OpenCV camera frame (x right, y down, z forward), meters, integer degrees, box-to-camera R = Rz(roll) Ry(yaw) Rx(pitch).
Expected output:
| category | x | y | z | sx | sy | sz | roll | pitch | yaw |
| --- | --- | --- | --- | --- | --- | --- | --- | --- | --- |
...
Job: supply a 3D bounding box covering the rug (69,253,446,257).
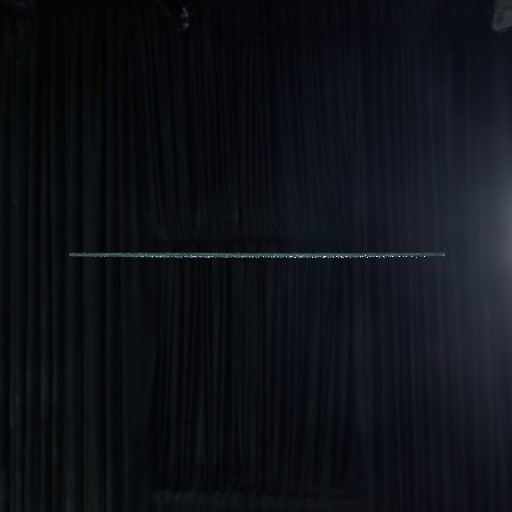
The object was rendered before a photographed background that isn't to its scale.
| category | x | y | z | sx | sy | sz | roll | pitch | yaw |
| --- | --- | --- | --- | --- | --- | --- | --- | --- | --- |
| rug | 0.000 | 0.000 | 2.332 | 1.212 | 0.010 | 1.811 | 0 | 0 | 0 |
